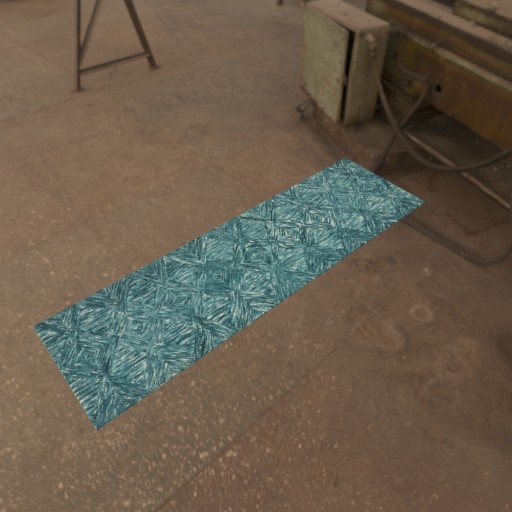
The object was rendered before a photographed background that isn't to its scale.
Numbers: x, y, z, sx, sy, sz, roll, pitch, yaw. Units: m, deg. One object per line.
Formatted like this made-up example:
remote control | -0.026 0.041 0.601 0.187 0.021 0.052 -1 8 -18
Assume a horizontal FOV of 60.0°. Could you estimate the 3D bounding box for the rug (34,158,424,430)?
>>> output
rug | 0.000 0.000 2.509 2.286 0.016 0.676 -31 53 -27
